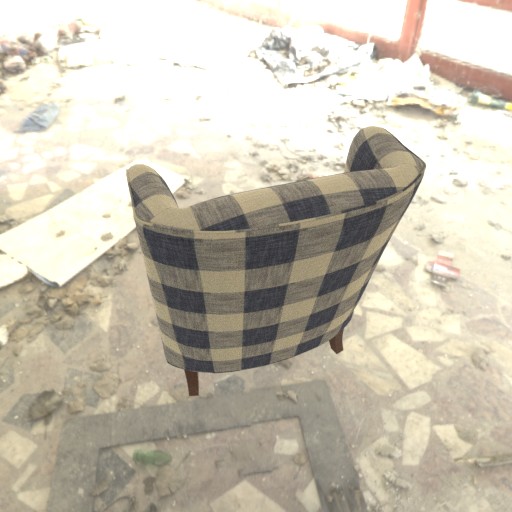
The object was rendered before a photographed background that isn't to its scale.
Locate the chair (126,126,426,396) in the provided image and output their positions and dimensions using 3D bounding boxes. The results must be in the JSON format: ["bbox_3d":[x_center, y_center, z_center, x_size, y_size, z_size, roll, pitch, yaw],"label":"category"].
[{"bbox_3d":[0.000,0.000,1.711,0.830,1.041,0.889,-13,43,-14],"label":"chair"}]
